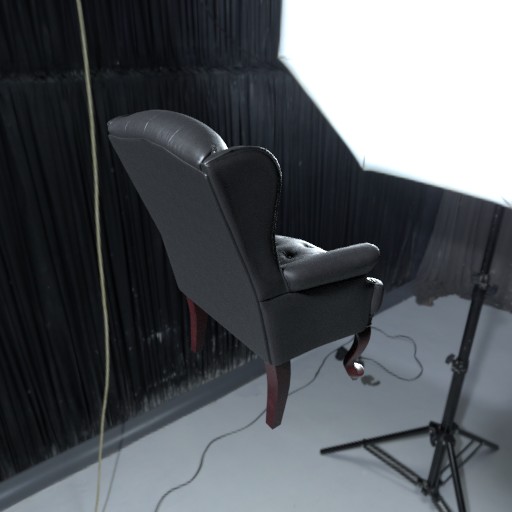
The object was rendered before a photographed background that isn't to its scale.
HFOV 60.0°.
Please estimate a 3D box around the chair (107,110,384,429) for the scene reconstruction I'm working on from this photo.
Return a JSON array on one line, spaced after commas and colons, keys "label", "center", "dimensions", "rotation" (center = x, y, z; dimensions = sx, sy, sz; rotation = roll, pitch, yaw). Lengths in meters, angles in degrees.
[{"label": "chair", "center": [0.000, 0.000, 1.731], "dimensions": [0.822, 1.133, 0.831], "rotation": [-18, 31, -33]}]
